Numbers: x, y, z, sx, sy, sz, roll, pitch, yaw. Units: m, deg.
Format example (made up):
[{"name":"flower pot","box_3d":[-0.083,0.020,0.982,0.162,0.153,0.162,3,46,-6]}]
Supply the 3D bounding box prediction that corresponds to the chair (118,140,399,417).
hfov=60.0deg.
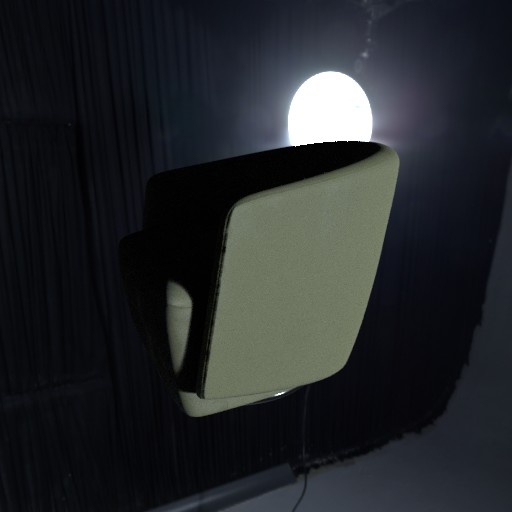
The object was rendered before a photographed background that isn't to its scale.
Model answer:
[{"name":"chair","box_3d":[0.000,0.000,1.382,0.767,0.698,0.773,-7,16,-24]}]
